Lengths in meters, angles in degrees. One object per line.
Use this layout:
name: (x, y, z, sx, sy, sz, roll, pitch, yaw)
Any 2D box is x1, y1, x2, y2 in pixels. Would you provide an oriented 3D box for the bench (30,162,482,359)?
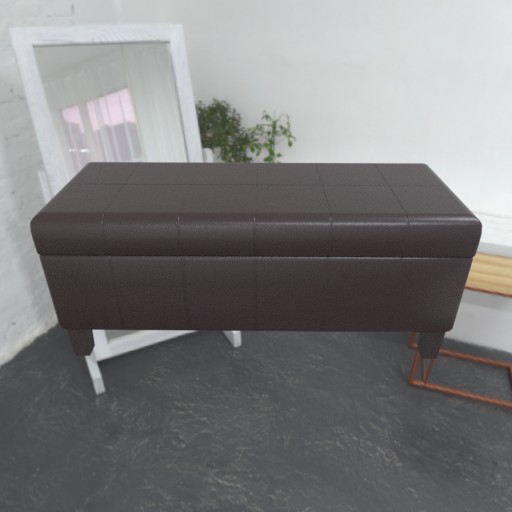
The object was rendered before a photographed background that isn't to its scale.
bench: (0.000, 0.000, 1.340, 1.092, 0.457, 0.429, 0, 31, 1)
